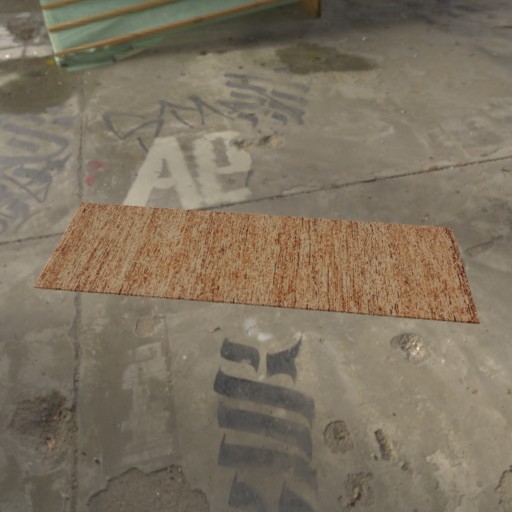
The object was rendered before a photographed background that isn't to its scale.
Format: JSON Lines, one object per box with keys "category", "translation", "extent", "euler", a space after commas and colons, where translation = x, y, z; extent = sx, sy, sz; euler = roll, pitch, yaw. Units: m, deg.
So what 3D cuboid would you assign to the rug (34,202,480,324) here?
{"category": "rug", "translation": [0.000, 0.000, 2.438], "extent": [2.237, 0.014, 0.680], "euler": [4, 47, 4]}
